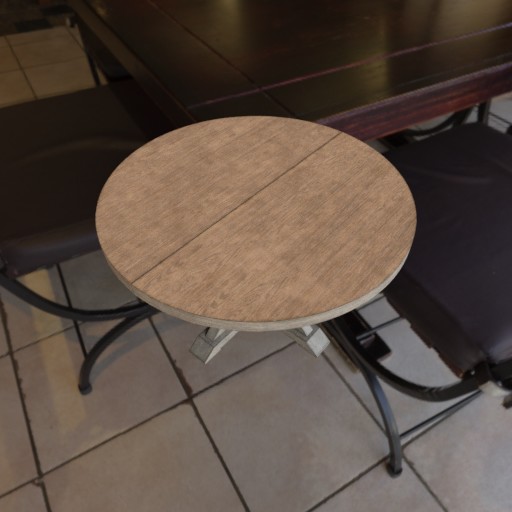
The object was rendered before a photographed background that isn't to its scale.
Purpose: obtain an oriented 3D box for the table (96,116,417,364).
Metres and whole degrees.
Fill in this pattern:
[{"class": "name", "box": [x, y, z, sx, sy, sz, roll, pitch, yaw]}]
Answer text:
[{"class": "table", "box": [0.000, 0.000, 2.215, 1.363, 0.781, 1.363, 0, 46, 0]}]
